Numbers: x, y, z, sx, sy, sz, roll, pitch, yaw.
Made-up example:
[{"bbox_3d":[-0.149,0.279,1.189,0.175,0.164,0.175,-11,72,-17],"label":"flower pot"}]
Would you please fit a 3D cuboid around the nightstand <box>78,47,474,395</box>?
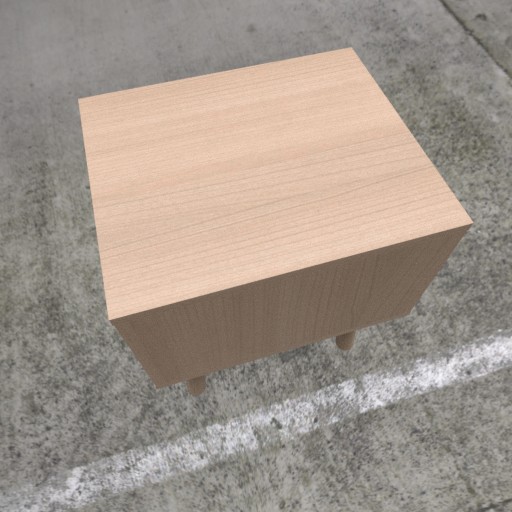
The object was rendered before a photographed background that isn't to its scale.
[{"bbox_3d":[0.000,0.000,0.837,0.450,0.530,0.380,-14,59,-9],"label":"nightstand"}]
